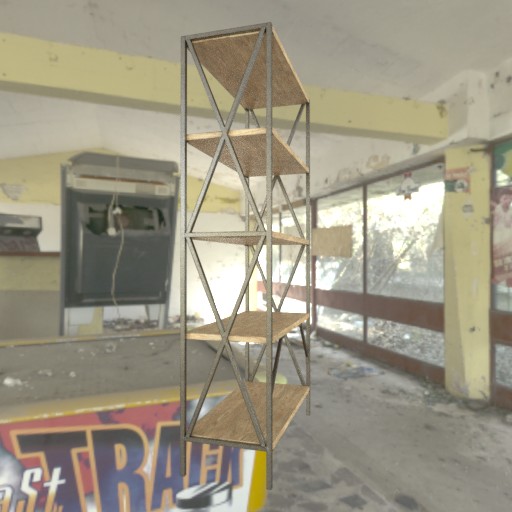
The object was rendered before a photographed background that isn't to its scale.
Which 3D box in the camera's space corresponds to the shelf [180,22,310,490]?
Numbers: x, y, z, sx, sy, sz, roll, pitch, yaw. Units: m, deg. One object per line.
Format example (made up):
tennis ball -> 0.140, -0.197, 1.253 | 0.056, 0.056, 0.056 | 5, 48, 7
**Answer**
shelf -> 0.000, 0.000, 2.182 | 0.386, 1.803, 0.874 | 0, -1, 17
